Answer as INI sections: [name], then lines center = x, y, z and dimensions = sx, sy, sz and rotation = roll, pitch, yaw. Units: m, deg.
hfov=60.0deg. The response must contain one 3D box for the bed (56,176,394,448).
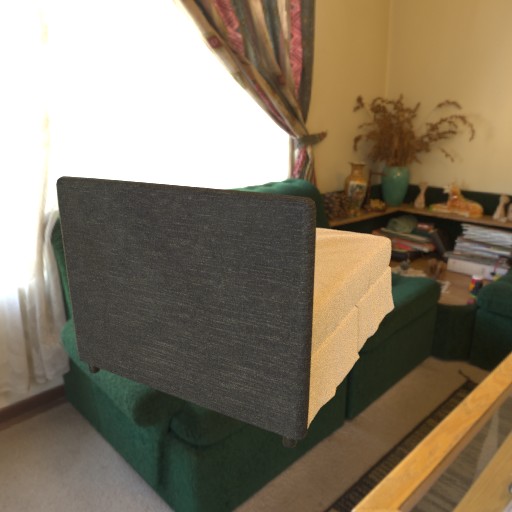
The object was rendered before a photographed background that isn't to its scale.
[bed]
center = 0.000, 0.000, 3.343
dimensions = 1.723, 1.330, 2.142
rotation = 9, 19, 28
